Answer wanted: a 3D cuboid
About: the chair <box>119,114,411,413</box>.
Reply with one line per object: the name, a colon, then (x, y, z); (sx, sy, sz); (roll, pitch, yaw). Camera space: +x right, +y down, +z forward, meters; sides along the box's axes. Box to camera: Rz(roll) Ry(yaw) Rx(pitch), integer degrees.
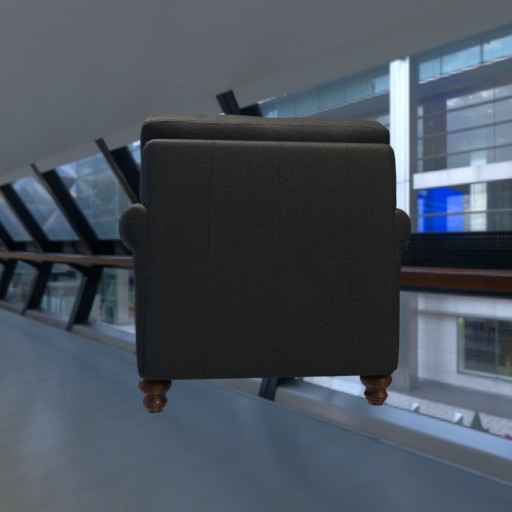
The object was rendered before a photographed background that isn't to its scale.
chair: (0.000, 0.000, 1.809); (1.015, 0.960, 1.027); (0, 0, 0)
